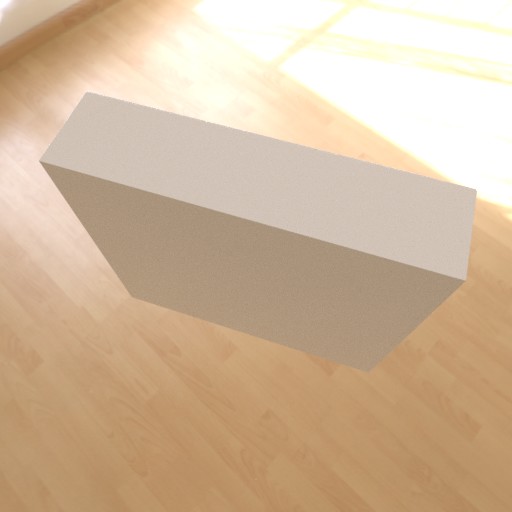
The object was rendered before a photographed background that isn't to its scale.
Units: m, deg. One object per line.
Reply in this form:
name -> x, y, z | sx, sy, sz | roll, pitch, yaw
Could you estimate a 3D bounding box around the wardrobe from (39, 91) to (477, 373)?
wardrobe -> 0.000, 0.000, 1.932 | 1.340, 1.200, 0.360 | 16, 64, 8
